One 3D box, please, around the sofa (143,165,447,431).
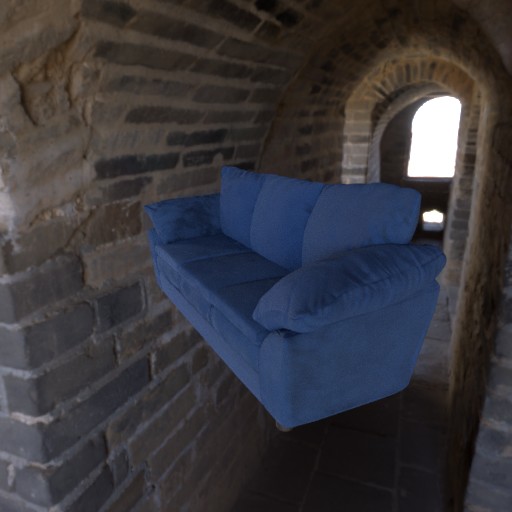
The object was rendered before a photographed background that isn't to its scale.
[{"bbox_3d":[0.000,0.000,2.865,0.907,1.091,2.390,-8,18,-26],"label":"sofa"}]
